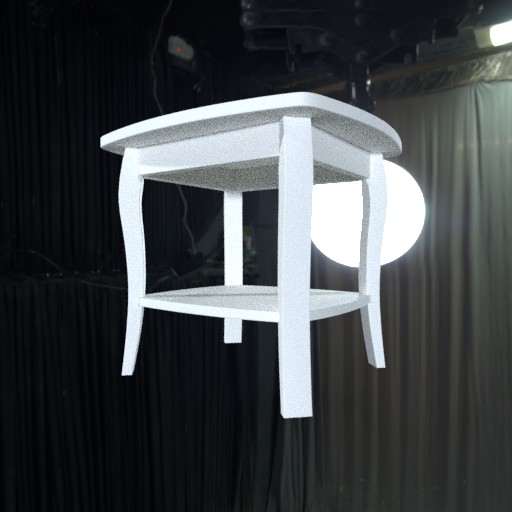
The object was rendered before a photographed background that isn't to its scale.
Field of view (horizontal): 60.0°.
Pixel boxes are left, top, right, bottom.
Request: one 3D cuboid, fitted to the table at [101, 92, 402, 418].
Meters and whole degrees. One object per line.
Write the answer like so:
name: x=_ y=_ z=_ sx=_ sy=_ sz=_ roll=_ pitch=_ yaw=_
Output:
table: x=0.000 y=0.000 z=0.856 sx=0.502 sy=0.438 sz=0.451 roll=1 pitch=2 yaw=35
